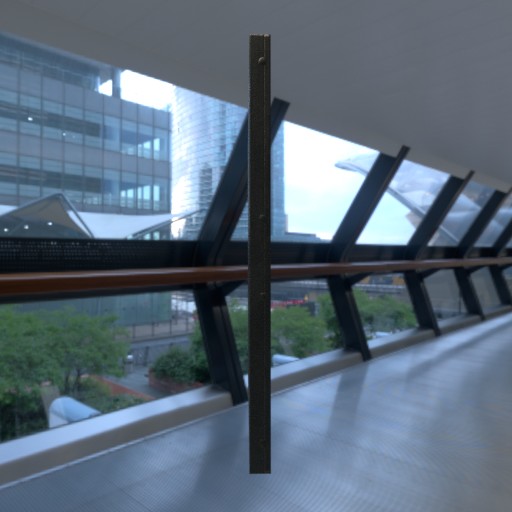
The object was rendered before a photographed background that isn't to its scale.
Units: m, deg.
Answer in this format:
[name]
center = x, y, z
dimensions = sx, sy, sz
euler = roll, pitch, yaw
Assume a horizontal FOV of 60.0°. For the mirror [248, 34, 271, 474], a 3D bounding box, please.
[mirror]
center = 0.000, 0.000, 0.574
dimensions = 0.020, 0.381, 0.382
euler = 0, -1, -1
